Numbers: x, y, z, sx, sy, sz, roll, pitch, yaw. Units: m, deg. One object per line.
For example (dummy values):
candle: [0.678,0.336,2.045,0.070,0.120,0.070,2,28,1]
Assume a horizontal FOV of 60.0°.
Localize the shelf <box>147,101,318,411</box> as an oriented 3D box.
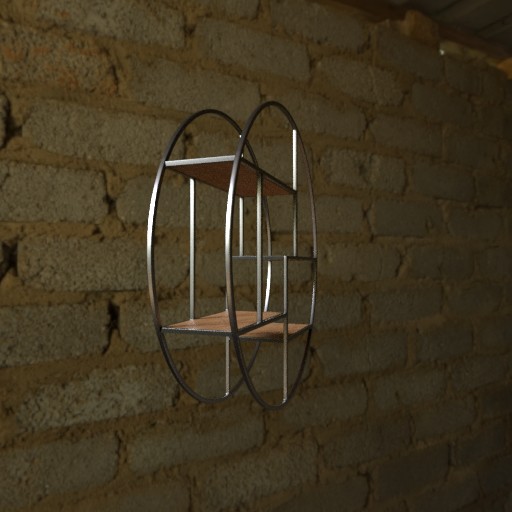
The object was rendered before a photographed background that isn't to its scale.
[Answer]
shelf: [0.000,0.000,1.369,0.202,0.888,0.888,0,-1,20]
